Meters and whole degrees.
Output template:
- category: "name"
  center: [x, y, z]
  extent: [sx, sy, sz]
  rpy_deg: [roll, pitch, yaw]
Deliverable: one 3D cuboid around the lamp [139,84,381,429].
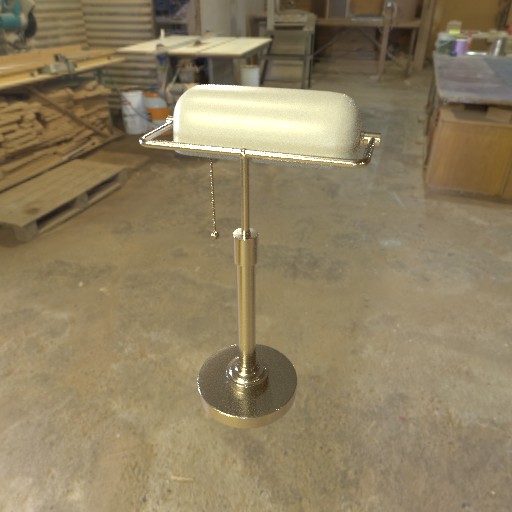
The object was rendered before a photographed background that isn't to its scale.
- category: "lamp"
  center: [0.000, 0.000, 0.581]
  extent: [0.269, 0.404, 0.227]
  rpy_deg: [9, 32, 15]
